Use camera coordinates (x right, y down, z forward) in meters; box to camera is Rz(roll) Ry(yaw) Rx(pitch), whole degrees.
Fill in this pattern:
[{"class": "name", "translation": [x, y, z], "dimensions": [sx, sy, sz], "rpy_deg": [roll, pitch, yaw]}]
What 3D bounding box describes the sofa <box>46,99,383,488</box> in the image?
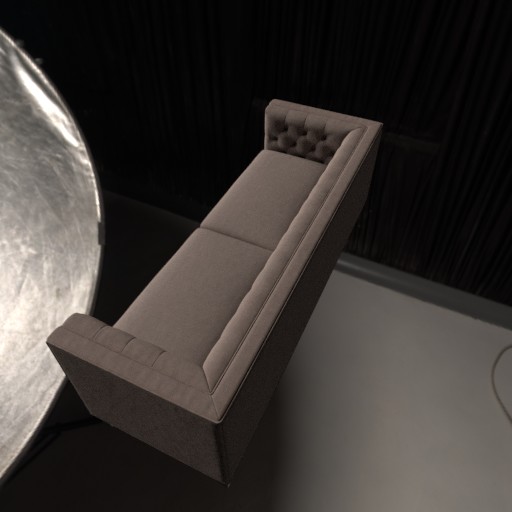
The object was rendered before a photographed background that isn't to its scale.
[{"class": "sofa", "translation": [0.000, 0.000, 2.519], "dimensions": [0.775, 0.762, 2.159], "rpy_deg": [19, 49, 17]}]
